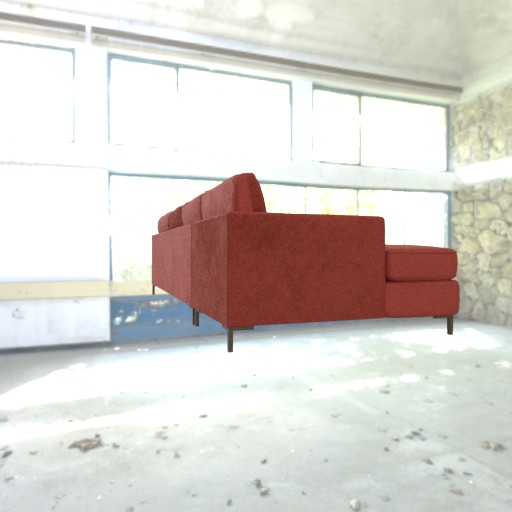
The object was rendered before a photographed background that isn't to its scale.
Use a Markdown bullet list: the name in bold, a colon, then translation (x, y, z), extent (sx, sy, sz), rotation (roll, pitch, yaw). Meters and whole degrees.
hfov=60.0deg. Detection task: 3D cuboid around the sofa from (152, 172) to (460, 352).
- **sofa**: translation (0.000, 0.000, 4.078), extent (1.500, 0.967, 3.400), rotation (0, 1, -20)
